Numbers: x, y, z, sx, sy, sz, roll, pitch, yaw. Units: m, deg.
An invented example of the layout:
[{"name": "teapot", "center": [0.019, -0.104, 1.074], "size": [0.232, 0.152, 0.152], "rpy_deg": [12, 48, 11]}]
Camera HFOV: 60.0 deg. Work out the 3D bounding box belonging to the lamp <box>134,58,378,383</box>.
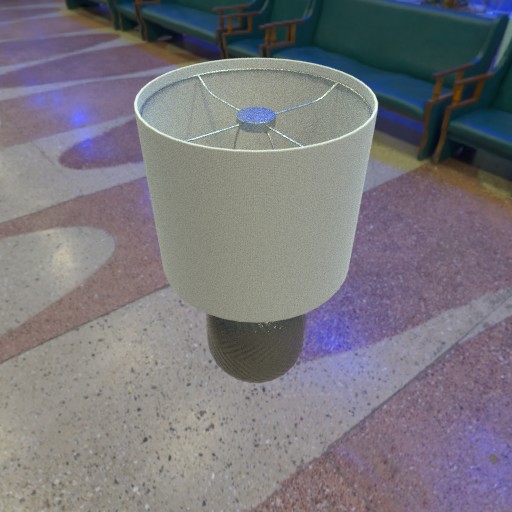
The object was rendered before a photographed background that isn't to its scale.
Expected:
[{"name": "lamp", "center": [0.000, 0.000, 0.502], "size": [0.207, 0.366, 0.207], "rpy_deg": [-26, 47, -27]}]
